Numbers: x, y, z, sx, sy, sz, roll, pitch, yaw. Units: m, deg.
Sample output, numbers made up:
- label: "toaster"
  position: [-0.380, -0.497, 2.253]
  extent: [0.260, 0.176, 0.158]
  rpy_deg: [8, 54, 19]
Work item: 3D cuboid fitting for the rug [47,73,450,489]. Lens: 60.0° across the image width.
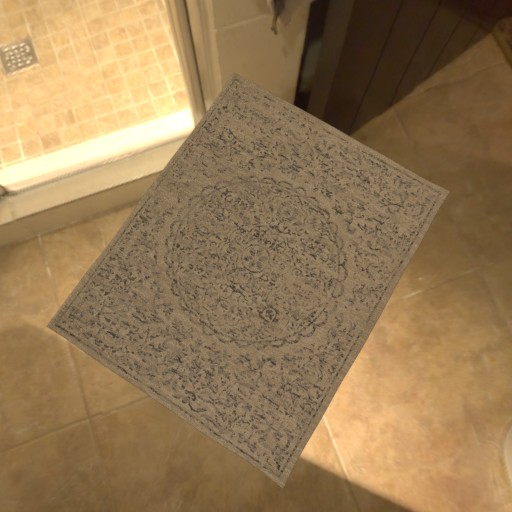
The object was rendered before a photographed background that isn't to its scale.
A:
- label: "rug"
  position: [0.000, 0.000, 3.887]
  extent: [2.343, 0.026, 2.925]
  rpy_deg: [31, 78, 8]
